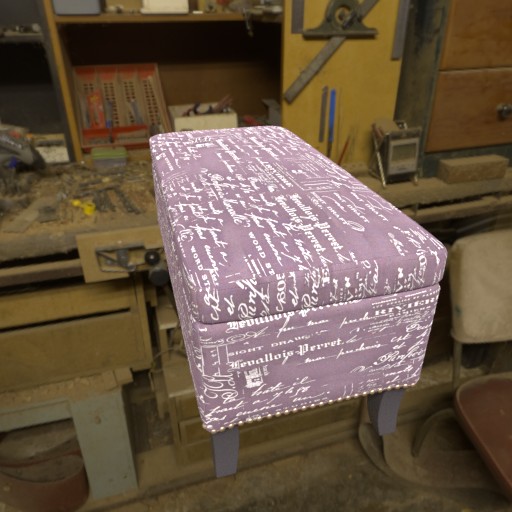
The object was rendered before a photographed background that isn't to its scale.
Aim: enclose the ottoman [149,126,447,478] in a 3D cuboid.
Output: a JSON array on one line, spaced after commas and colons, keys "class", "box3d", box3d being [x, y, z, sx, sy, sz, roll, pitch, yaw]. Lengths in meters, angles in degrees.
[{"class": "ottoman", "box3d": [0.000, 0.000, 1.057, 0.406, 0.457, 0.813, -8, 31, -14]}]
